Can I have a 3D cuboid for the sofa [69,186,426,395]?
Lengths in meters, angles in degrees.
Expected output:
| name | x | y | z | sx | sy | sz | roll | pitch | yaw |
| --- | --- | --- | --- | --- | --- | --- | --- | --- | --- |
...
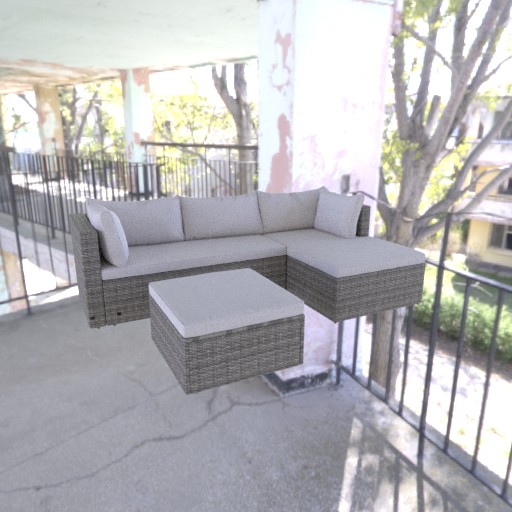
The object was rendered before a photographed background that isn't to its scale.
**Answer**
| name | x | y | z | sx | sy | sz | roll | pitch | yaw |
| --- | --- | --- | --- | --- | --- | --- | --- | --- | --- |
| sofa | 0.000 | 0.000 | 3.026 | 2.192 | 0.766 | 1.662 | -8 | 17 | -26 |
